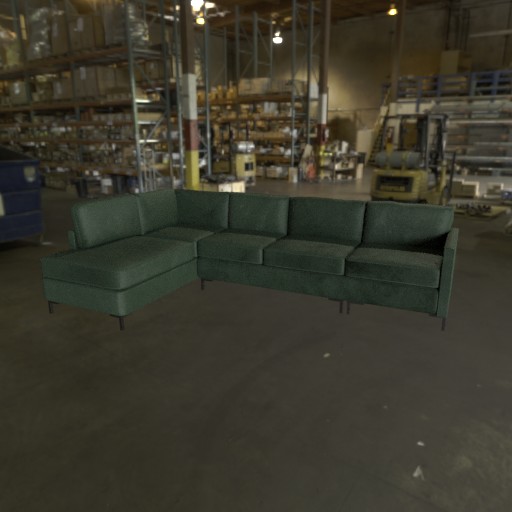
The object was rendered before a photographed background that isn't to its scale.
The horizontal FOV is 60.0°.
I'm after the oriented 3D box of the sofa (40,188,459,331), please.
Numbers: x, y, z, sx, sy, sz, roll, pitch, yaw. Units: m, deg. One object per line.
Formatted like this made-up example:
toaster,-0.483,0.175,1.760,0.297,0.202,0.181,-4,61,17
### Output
sofa,0.000,0.000,4.171,3.384,0.996,2.048,7,17,24
